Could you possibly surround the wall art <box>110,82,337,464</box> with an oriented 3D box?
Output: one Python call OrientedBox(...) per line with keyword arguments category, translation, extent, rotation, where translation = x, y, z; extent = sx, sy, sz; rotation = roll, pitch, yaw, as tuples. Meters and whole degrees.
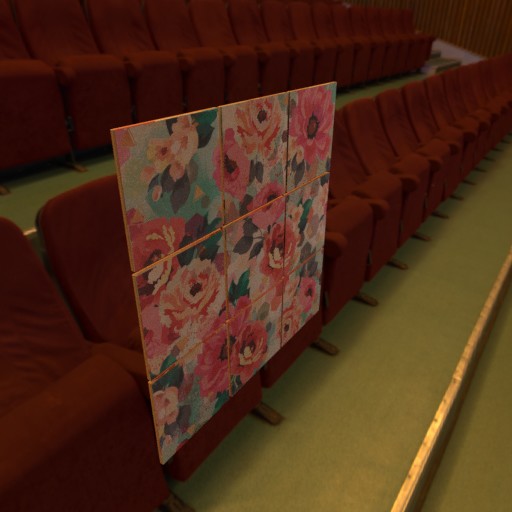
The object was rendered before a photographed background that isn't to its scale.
OrientedBox(category="wall art", translation=(0.000, 0.000, 1.348), extent=(0.012, 0.910, 0.911), rotation=(18, 33, 31))
